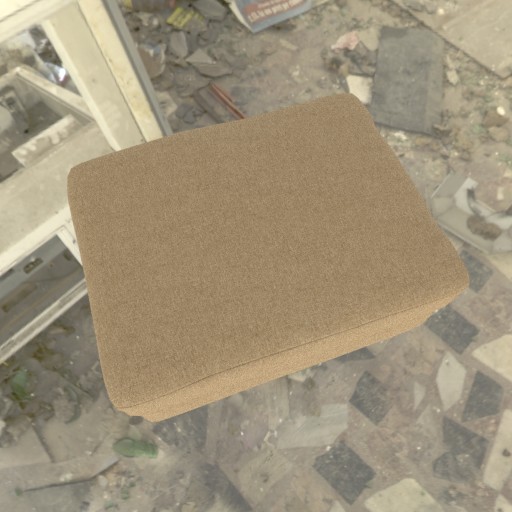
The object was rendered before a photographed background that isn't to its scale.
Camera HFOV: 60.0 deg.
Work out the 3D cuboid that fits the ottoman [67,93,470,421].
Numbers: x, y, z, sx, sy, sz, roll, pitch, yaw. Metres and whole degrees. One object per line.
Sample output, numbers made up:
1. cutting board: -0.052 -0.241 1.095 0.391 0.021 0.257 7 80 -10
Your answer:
1. ottoman: 0.000 0.000 1.303 0.889 0.511 0.692 -18 64 -9
